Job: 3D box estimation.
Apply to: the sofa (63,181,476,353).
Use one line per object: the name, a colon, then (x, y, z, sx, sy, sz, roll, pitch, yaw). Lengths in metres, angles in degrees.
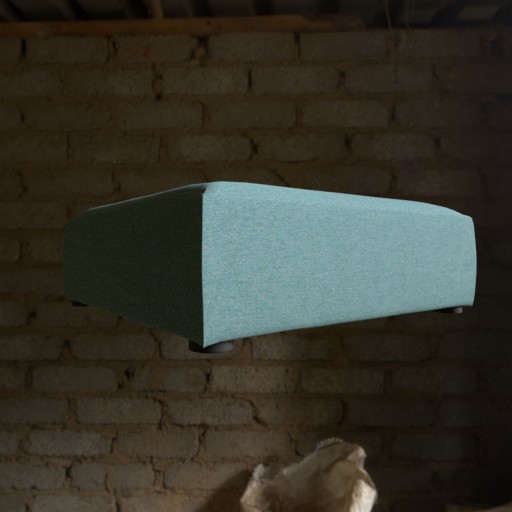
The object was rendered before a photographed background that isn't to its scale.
sofa: (0.000, 0.000, 1.401, 0.930, 0.330, 0.930, -1, 1, -37)
